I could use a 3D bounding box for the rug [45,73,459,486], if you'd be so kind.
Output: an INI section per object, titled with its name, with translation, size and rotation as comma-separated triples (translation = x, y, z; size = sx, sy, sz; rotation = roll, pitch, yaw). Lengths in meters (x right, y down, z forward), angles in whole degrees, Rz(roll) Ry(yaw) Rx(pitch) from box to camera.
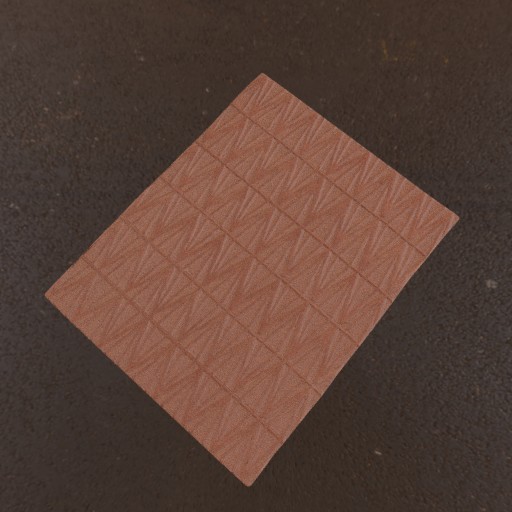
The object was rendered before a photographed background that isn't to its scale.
[rug]
translation = 0.000, 0.000, 4.081
size = 2.453, 0.043, 3.052
rotation = 40, 79, 9
